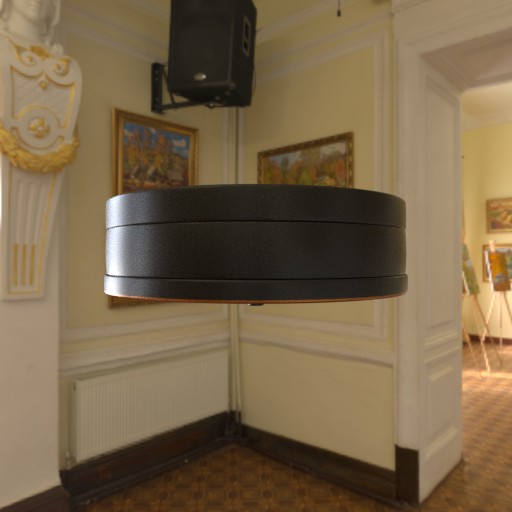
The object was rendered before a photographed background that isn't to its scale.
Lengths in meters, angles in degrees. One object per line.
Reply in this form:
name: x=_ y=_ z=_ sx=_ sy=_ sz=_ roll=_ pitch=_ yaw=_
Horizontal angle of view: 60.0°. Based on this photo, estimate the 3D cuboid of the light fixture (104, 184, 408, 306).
light fixture: x=0.000 y=0.000 z=0.437 sx=0.283 sy=0.097 sz=0.283 roll=0 pitch=0 yaw=0
